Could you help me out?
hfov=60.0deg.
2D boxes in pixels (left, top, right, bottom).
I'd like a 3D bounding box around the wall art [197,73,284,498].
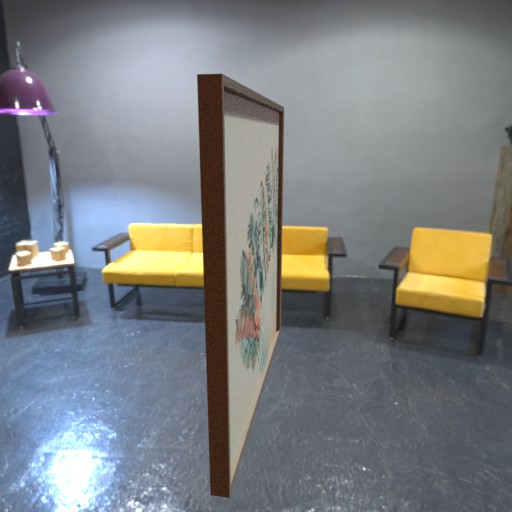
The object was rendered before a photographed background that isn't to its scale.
[{"bbox_3d":[0.000,0.000,1.117,0.038,0.758,0.761,3,15,10],"label":"wall art"}]
